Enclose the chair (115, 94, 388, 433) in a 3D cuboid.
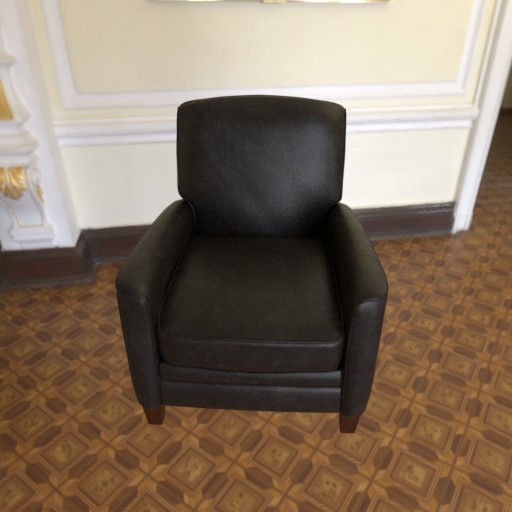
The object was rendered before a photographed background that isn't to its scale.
[{"bbox_3d":[0.000,0.000,1.664,0.848,1.014,0.864,2,30,3],"label":"chair"}]
